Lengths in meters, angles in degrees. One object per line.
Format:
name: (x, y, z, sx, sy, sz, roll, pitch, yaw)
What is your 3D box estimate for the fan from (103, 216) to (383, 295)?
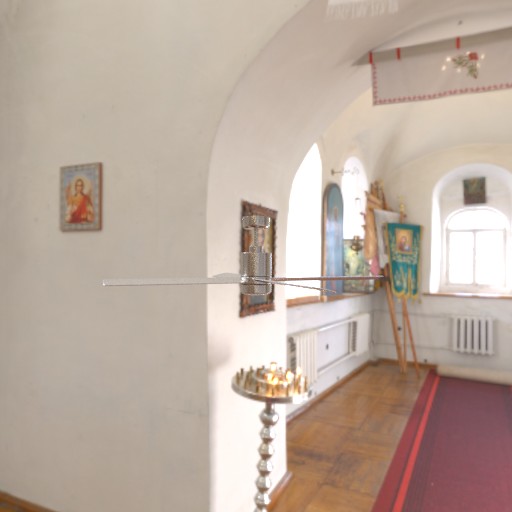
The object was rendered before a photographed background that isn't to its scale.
fan: (0.000, 0.000, 2.026, 1.322, 0.355, 1.322, 0, 0, -19)
